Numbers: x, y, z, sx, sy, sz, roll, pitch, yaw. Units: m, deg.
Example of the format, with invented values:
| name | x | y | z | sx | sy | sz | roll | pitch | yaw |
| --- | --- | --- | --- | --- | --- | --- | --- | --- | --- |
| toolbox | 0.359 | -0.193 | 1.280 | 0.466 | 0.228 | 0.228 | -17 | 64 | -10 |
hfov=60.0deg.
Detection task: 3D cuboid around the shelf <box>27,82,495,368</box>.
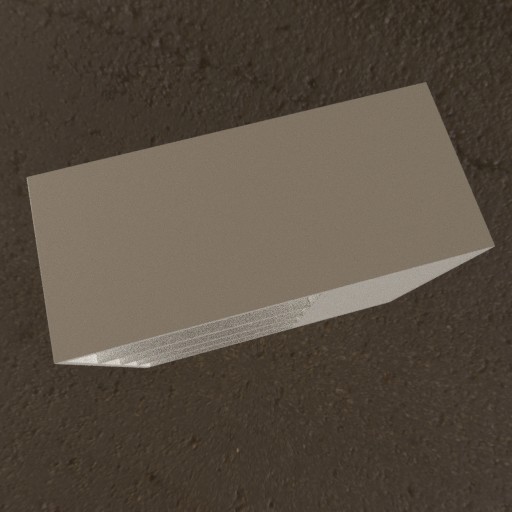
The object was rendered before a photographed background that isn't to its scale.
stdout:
| name | x | y | z | sx | sy | sz | roll | pitch | yaw |
| --- | --- | --- | --- | --- | --- | --- | --- | --- | --- |
| shelf | 0.000 | 0.000 | 1.269 | 0.895 | 0.732 | 0.396 | -15 | 76 | -4 |
